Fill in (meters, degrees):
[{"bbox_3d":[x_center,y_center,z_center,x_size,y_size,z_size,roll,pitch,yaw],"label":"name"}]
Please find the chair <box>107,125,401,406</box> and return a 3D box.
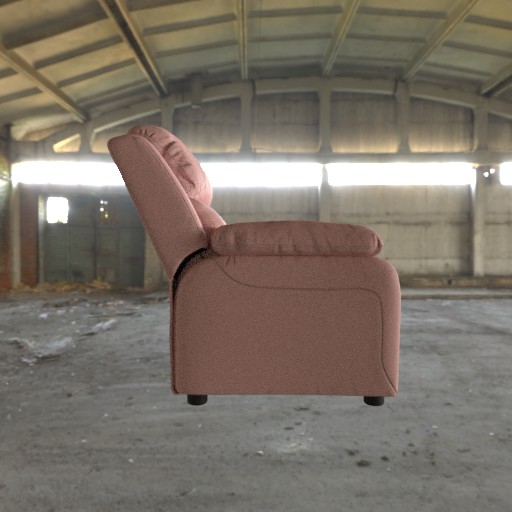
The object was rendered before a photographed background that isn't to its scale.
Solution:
[{"bbox_3d":[0.000,0.000,1.313,0.709,0.702,0.680,0,0,-1],"label":"chair"}]
